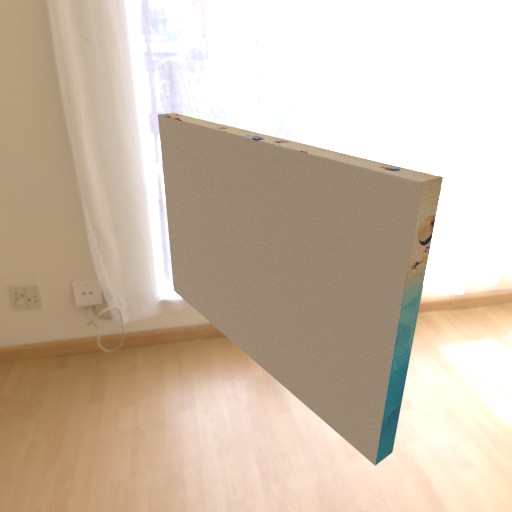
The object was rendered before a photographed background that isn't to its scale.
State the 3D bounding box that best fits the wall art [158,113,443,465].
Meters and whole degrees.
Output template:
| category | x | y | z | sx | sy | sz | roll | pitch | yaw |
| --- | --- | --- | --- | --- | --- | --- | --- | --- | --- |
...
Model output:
| category | x | y | z | sx | sy | sz | roll | pitch | yaw |
| --- | --- | --- | --- | --- | --- | --- | --- | --- | --- |
| wall art | 0.000 | 0.000 | 1.118 | 0.057 | 0.595 | 0.894 | -18 | 31 | -33 |
